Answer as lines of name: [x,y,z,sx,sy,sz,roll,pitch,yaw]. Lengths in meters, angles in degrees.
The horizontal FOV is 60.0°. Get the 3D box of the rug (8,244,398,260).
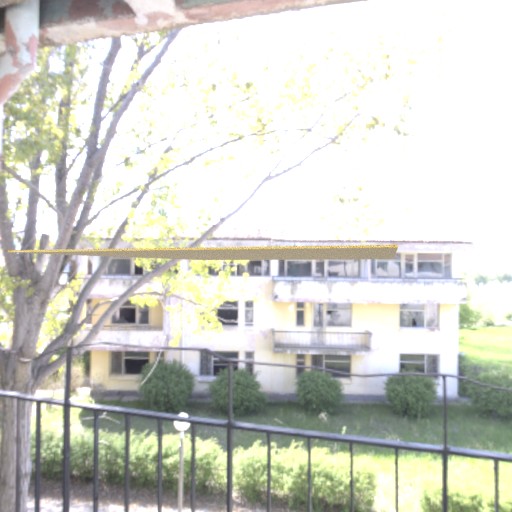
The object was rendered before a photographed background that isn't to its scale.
rug: [0.000,0.000,4.153,2.486,0.015,3.242,0,-2,17]
